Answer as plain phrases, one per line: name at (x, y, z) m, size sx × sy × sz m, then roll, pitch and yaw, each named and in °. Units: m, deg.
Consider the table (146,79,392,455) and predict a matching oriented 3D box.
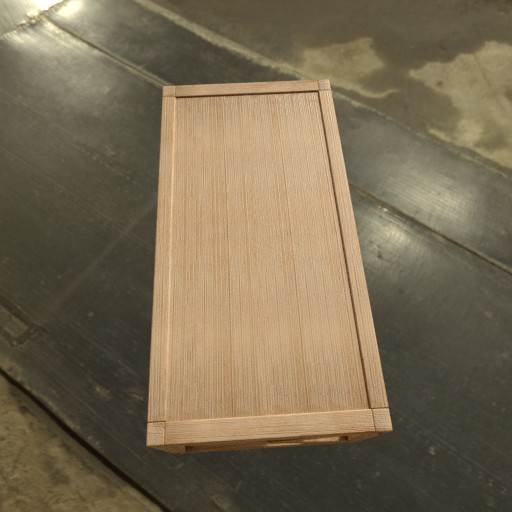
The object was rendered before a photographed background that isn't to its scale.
table at (0.000, 0.000, 1.671) m, size 0.660 × 0.457 × 1.321 m, roll -3°, pitch 64°, yaw -1°
